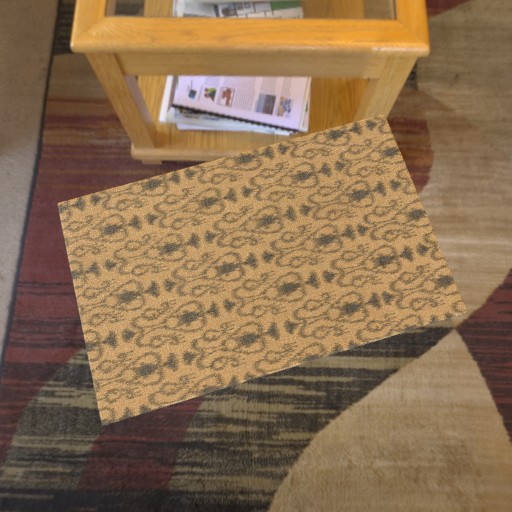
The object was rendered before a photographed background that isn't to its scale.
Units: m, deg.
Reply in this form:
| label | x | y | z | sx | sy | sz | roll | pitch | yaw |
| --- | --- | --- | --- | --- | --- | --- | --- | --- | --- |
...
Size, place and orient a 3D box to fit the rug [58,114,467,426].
| label | x | y | z | sx | sy | sz | roll | pitch | yaw |
| --- | --- | --- | --- | --- | --- | --- | --- | --- | --- |
| rug | 0.000 | 0.000 | 2.032 | 1.652 | 0.006 | 1.035 | -16 | 76 | -4 |
